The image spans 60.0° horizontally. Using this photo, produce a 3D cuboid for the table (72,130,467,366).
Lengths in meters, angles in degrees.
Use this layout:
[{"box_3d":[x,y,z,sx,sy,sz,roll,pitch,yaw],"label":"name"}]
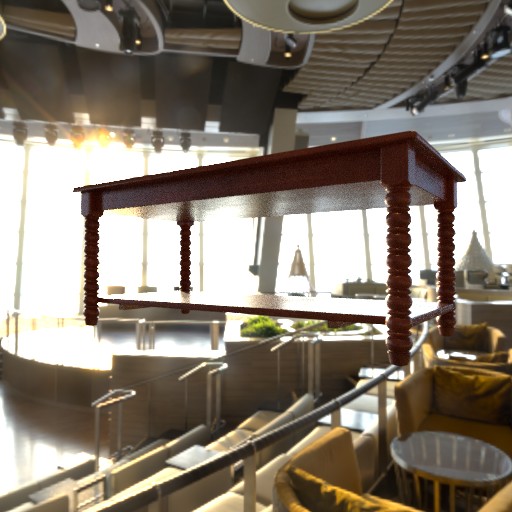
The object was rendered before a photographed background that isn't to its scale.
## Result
[{"box_3d":[0.000,0.000,1.446,1.171,0.485,0.580,-1,-1,35],"label":"table"}]
